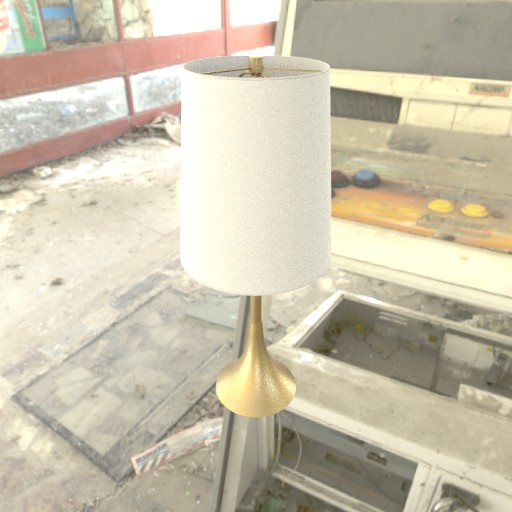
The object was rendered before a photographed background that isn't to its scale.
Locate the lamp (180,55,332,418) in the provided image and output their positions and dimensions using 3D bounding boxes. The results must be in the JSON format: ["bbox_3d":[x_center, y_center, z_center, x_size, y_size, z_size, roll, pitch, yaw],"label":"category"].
[{"bbox_3d":[0.000,0.000,0.688,0.231,0.569,0.231,0,31,0],"label":"lamp"}]
